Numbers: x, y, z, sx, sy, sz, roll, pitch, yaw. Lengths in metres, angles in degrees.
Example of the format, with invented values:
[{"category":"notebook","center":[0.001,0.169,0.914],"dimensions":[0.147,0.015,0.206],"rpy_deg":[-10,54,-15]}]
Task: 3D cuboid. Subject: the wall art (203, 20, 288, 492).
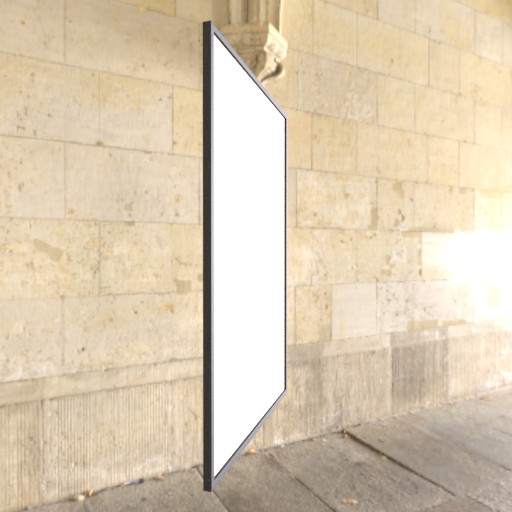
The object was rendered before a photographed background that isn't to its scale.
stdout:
[{"category":"wall art","center":[0.000,0.000,0.837],"dimensions":[0.013,0.657,0.457],"rpy_deg":[0,1,17]}]
